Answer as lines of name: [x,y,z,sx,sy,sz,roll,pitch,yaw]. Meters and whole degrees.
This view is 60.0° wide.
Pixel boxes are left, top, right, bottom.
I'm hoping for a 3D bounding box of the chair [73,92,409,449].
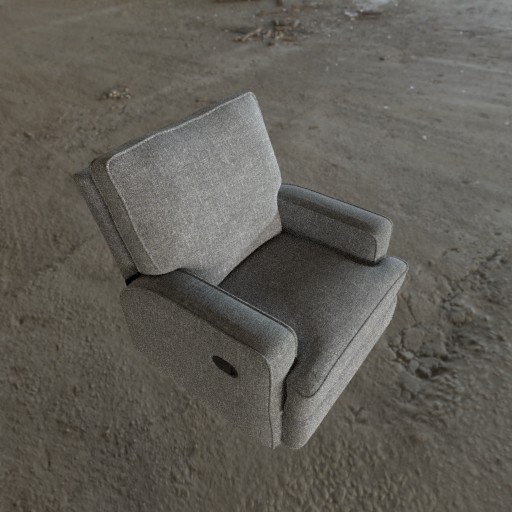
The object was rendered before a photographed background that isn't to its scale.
chair: [0.000,0.000,1.689,0.964,0.962,0.861,26,48,27]
